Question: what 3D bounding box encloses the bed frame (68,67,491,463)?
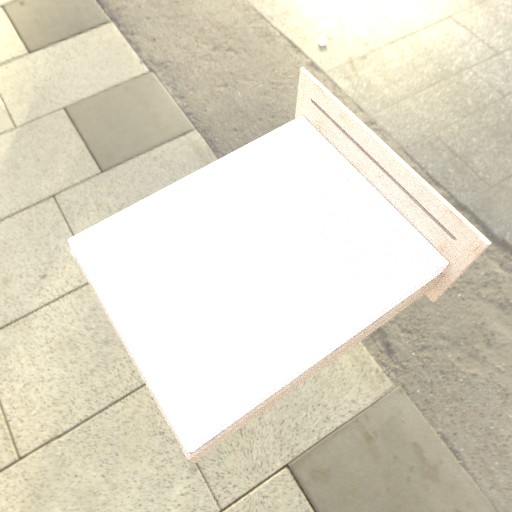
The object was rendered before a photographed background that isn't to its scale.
[{"bbox_3d":[0.000,0.000,3.035,2.080,0.900,1.800,-31,67,-15],"label":"bed frame"}]
